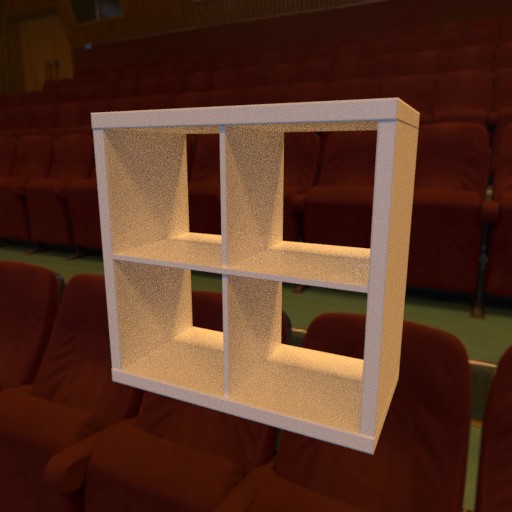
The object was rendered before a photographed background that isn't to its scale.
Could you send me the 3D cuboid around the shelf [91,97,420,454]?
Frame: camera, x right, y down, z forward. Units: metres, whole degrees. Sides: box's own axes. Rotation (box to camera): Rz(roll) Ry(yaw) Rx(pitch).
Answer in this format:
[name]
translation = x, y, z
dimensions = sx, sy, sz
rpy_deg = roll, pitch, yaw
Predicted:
[shelf]
translation = 0.000, 0.000, 1.276
dimensions = 0.790, 0.786, 0.390
rpy_deg = 6, 15, 25
